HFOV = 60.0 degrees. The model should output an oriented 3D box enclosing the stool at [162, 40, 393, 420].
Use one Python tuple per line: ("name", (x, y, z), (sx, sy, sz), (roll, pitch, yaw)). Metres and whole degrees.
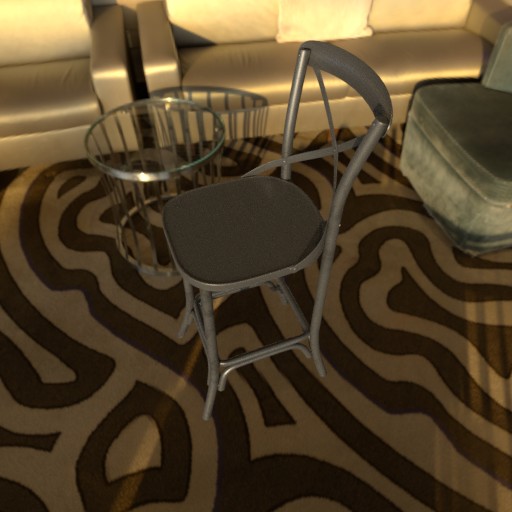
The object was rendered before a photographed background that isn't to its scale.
("stool", (0.000, 0.000, 1.442), (0.584, 1.168, 0.457), (-16, 49, -14))
